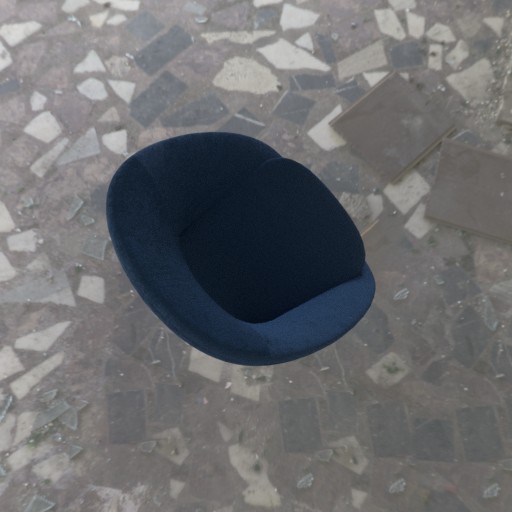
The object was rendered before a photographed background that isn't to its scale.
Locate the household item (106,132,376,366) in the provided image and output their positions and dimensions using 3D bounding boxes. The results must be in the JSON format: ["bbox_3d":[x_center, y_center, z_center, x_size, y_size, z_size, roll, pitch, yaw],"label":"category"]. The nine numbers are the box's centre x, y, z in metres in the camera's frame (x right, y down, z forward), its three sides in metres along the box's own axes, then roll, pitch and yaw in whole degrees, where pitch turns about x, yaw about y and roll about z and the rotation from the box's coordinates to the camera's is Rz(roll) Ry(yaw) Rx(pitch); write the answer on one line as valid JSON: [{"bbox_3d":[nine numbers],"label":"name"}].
[{"bbox_3d":[0.000,0.000,1.260,0.573,0.852,0.623,-34,77,-9],"label":"household item"}]
